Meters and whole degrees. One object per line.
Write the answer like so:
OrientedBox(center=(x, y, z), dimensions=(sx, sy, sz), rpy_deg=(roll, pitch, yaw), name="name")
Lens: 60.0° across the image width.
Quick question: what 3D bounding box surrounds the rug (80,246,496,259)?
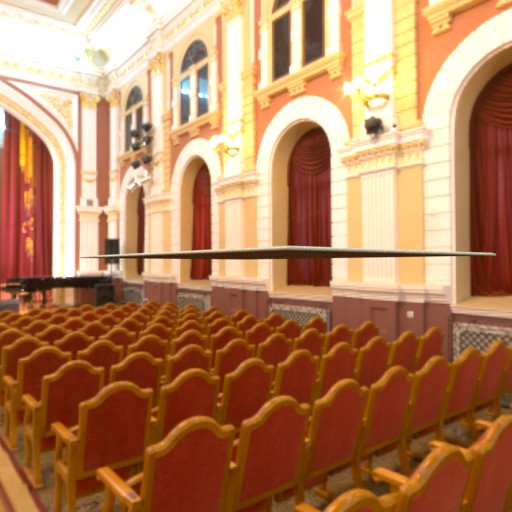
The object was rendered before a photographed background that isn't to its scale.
OrientedBox(center=(0.000, 0.000, 2.278), dimensions=(1.219, 0.012, 1.840), rpy_deg=(1, -1, -38), name="rug")
